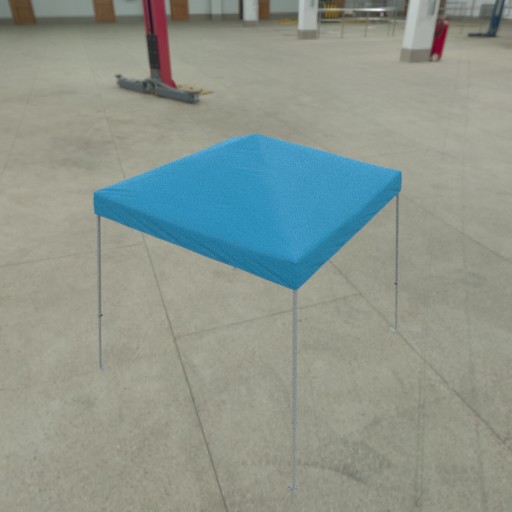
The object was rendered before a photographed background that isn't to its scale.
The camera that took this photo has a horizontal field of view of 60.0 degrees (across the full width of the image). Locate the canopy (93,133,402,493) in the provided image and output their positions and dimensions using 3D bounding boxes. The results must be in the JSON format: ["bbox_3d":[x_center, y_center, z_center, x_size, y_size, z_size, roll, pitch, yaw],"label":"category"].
[{"bbox_3d":[0.000,0.000,6.511,3.600,3.600,3.599,20,36,29],"label":"canopy"}]
